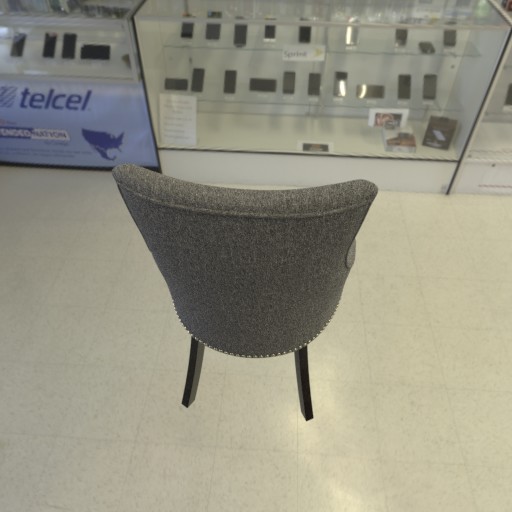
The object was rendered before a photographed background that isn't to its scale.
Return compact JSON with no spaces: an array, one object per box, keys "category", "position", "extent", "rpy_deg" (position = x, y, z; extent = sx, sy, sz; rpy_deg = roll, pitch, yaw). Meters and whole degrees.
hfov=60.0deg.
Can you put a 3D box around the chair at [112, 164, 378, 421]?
[{"category":"chair","position":[0.000,0.000,1.319],"extent":[0.566,0.909,0.629],"rpy_deg":[5,46,5]}]
